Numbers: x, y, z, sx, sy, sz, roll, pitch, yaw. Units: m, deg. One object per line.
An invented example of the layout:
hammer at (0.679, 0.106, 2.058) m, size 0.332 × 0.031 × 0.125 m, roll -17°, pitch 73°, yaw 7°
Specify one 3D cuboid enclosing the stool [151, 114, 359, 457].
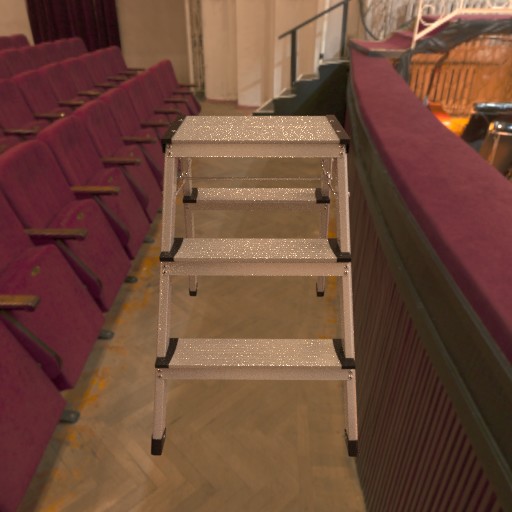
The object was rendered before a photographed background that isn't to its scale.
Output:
stool at (0.000, 0.000, 1.042) m, size 0.437 × 0.605 × 0.622 m, roll 0°, pitch 30°, yaw 0°
